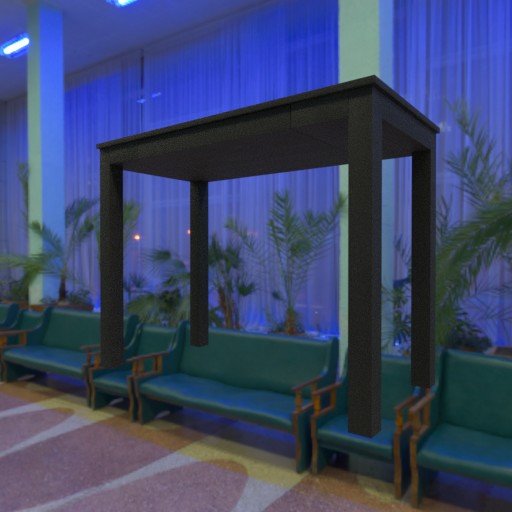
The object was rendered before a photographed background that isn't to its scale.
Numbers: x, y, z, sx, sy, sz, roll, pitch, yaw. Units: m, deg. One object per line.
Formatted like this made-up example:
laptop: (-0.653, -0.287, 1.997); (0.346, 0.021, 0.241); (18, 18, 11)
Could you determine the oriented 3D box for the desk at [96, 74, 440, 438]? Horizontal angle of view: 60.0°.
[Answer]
desk: (0.000, 0.000, 1.418); (0.991, 0.762, 0.499); (0, 1, 37)
